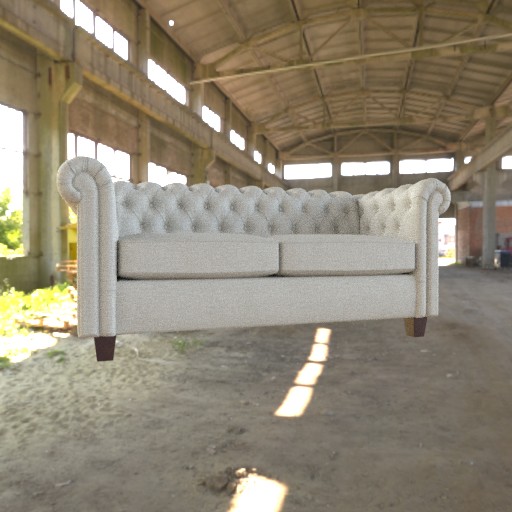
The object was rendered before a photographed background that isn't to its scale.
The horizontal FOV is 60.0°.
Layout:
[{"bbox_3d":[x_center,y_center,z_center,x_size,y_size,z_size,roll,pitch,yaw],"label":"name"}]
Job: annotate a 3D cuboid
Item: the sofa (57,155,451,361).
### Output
[{"bbox_3d":[0.000,0.000,2.260,1.798,0.797,0.783,0,1,-19],"label":"sofa"}]
